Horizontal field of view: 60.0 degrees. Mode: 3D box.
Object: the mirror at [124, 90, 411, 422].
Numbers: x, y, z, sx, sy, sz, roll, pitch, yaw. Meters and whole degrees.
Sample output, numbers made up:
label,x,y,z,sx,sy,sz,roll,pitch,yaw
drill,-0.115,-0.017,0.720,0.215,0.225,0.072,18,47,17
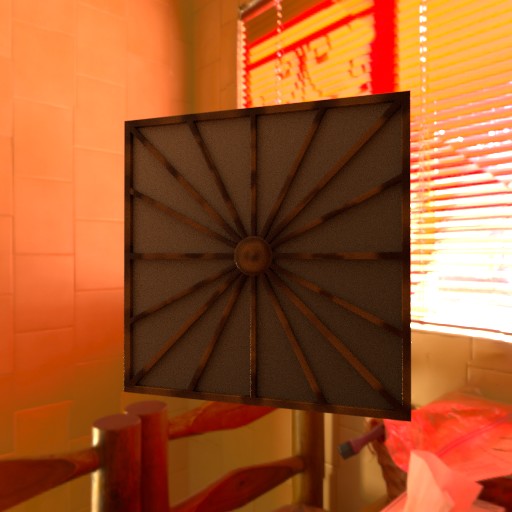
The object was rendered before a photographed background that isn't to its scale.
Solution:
label,x,y,z,sx,sy,sz,roll,pitch,yaw
mirror,0.000,0.000,0.770,0.509,0.507,0.042,0,0,17
